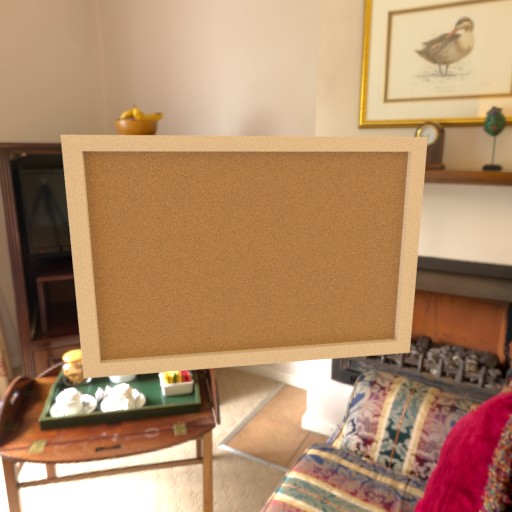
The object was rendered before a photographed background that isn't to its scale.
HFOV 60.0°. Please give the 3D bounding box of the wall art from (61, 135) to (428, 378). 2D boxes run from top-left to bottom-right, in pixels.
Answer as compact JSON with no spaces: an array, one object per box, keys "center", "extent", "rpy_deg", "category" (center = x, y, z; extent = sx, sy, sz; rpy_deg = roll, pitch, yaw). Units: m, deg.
[{"center":[0.000,0.000,1.469],"extent":[1.144,0.767,0.038],"rpy_deg":[-2,13,-9],"category":"wall art"}]
